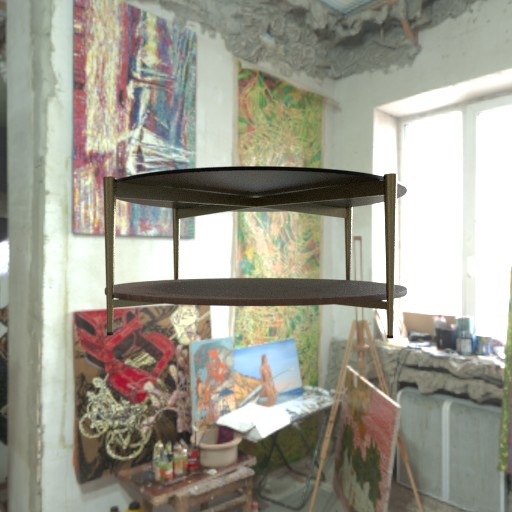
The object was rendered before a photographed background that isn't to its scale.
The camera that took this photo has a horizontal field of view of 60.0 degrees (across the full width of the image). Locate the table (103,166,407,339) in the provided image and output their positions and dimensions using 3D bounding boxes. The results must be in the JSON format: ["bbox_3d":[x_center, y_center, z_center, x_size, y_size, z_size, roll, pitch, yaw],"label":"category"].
[{"bbox_3d":[0.000,0.000,1.451,0.938,0.400,0.938,0,0,19],"label":"table"}]
